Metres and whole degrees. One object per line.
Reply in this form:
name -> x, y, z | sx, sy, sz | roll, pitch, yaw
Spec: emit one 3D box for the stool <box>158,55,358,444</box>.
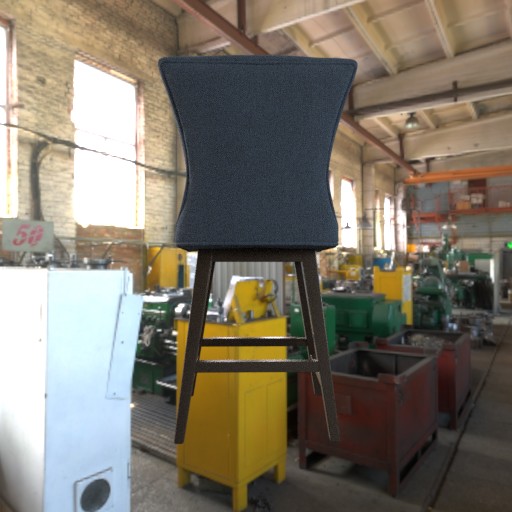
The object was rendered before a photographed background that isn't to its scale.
stool -> 0.000, 0.000, 1.352 | 0.514, 1.000, 0.574 | 0, -1, -1
